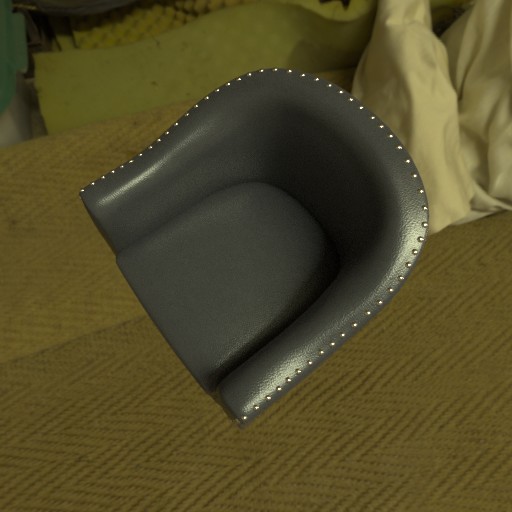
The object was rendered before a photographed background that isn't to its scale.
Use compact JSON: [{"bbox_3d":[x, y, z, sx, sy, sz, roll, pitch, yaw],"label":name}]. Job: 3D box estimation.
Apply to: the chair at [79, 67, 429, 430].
[{"bbox_3d":[0.000,0.000,1.405,0.748,0.823,0.794,-35,70,-15],"label":"chair"}]
